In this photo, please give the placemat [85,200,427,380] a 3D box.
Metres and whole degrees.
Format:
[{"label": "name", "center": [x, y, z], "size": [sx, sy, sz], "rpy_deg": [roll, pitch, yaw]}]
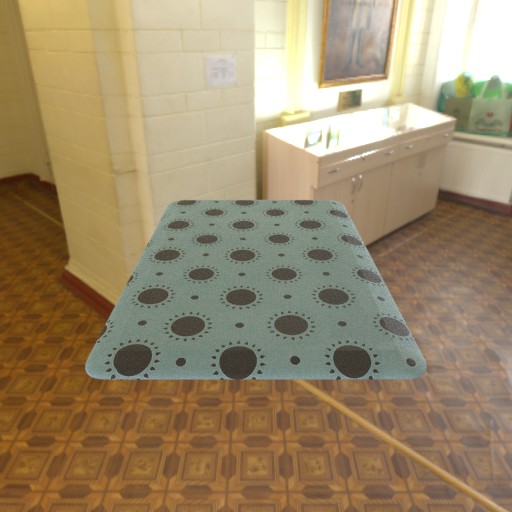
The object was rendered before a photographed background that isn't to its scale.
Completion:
[{"label": "placemat", "center": [0.000, 0.000, 0.968], "size": [0.508, 0.021, 0.762], "rpy_deg": [0, 26, 0]}]
